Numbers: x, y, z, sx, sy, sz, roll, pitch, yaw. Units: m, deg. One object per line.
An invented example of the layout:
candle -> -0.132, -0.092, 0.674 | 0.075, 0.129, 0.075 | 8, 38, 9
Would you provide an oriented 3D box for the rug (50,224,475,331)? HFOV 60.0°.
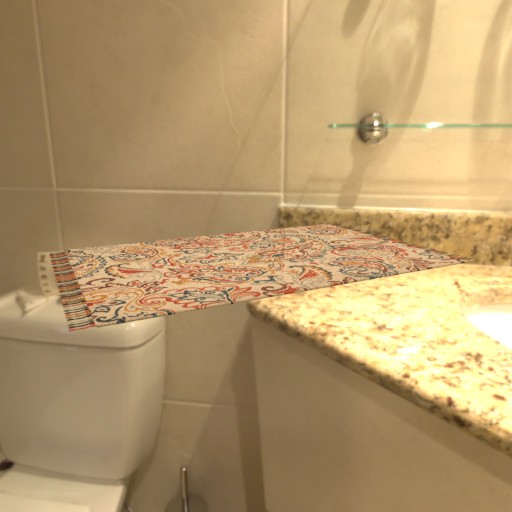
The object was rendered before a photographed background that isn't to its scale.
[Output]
rug -> 0.000, 0.000, 2.407 | 1.997, 0.010, 1.218 | -7, 16, -26
